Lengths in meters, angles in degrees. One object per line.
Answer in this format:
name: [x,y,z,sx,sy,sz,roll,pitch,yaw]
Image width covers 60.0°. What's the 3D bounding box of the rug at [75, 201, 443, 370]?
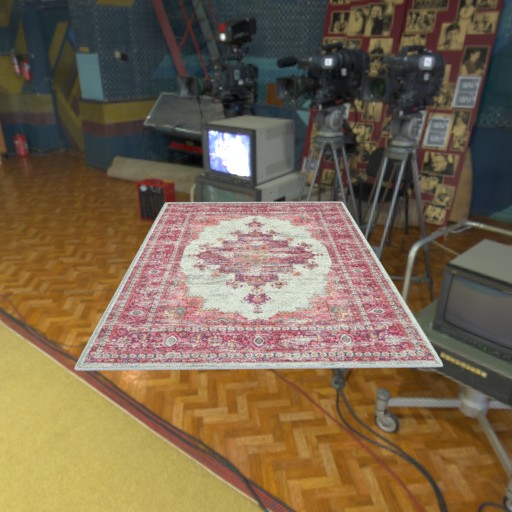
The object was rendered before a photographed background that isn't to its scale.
rug: [0.000,0.000,2.867,1.555,0.011,2.232,0,25,-1]
